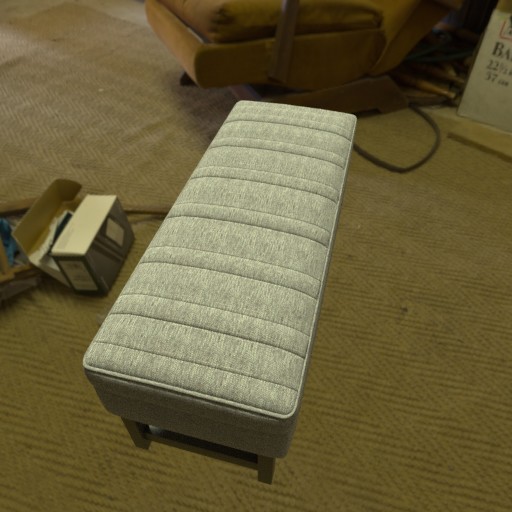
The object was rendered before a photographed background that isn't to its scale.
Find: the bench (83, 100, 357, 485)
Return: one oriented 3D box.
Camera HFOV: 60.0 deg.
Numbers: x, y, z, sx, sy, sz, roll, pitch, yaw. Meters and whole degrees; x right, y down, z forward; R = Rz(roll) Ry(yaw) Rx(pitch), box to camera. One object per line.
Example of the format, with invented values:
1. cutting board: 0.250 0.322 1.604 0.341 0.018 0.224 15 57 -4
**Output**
1. bench: 0.000 0.000 1.292 0.429 0.470 1.100 11 47 10
